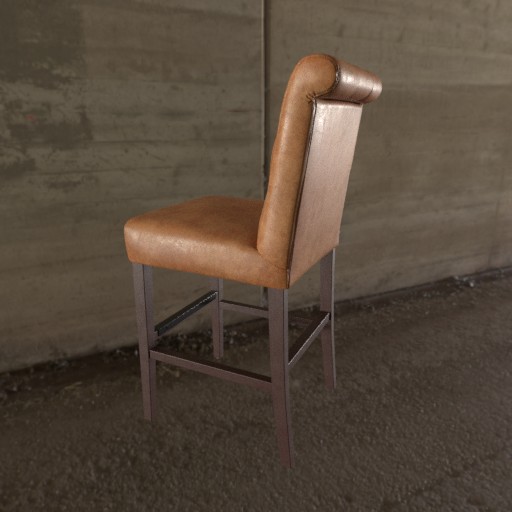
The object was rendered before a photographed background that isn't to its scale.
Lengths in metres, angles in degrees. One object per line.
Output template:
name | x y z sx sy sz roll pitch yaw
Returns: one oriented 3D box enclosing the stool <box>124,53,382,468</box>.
stool | 0.000 0.000 1.337 0.601 1.047 0.493 8 19 25
